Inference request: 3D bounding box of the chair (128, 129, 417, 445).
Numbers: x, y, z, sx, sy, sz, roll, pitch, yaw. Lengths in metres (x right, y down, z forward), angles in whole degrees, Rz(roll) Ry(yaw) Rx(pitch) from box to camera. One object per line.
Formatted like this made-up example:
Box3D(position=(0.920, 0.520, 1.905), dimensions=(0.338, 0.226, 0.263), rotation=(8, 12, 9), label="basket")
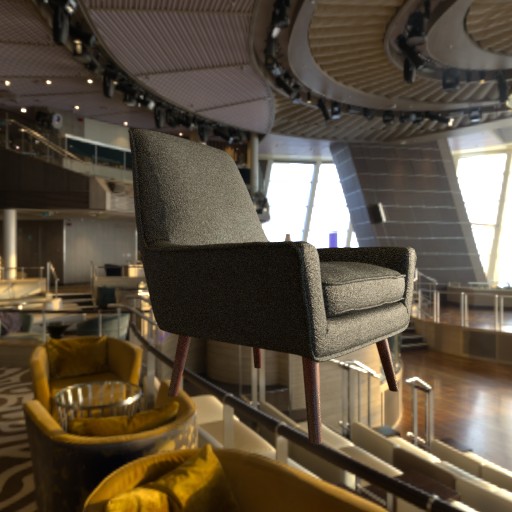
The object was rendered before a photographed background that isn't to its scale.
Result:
Box3D(position=(0.000, 0.000, 1.480), dimensions=(0.859, 0.883, 0.763), rotation=(0, 0, 38), label="chair")
